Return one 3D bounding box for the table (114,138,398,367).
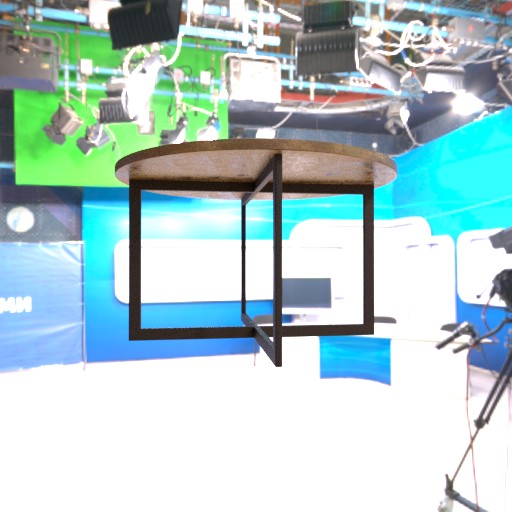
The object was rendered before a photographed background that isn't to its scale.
[{"bbox_3d":[0.000,0.000,2.075,1.264,0.762,1.264,0,0,0],"label":"table"}]
